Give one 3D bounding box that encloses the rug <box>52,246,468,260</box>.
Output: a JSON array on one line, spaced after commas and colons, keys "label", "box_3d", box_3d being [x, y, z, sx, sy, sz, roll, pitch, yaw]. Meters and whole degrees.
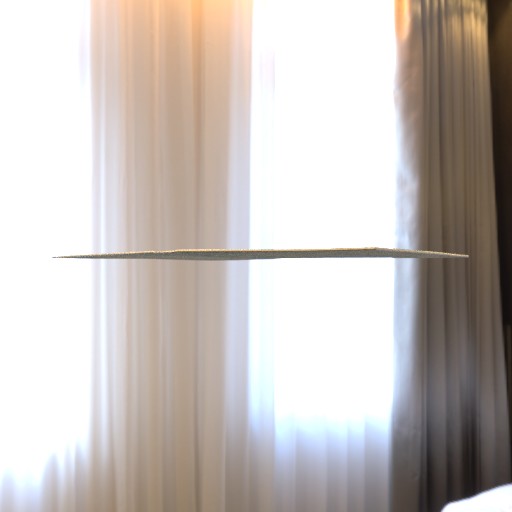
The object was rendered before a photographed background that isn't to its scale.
[{"label": "rug", "box_3d": [0.000, 0.000, 2.959, 2.305, 0.029, 1.593, -1, -2, 37]}]
